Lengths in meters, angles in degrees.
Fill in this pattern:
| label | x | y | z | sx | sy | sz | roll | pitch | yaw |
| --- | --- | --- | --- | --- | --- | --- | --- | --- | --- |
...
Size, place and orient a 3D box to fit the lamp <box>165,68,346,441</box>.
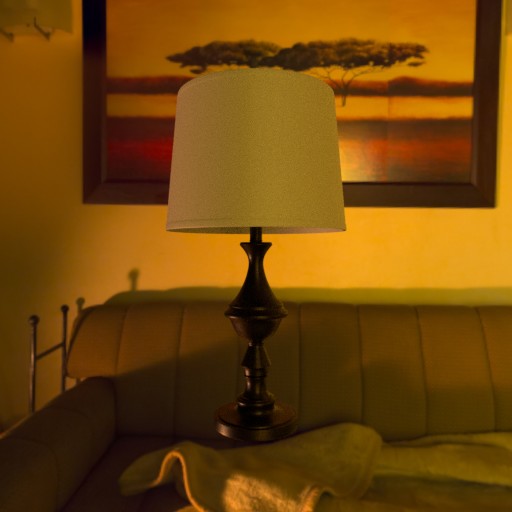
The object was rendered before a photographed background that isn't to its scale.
| label | x | y | z | sx | sy | sz | roll | pitch | yaw |
| --- | --- | --- | --- | --- | --- | --- | --- | --- | --- |
| lamp | 0.000 | 0.000 | 0.958 | 0.383 | 0.726 | 0.383 | 0 | 1 | 0 |
